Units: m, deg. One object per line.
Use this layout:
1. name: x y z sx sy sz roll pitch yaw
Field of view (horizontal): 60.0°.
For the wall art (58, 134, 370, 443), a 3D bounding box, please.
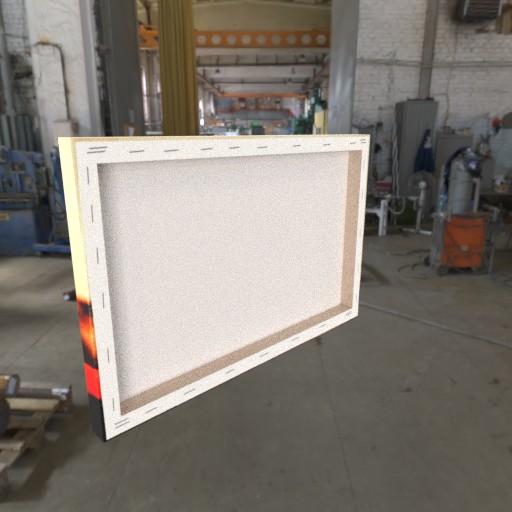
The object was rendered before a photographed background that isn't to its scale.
1. wall art: 0.000 0.000 0.767 0.613 0.402 0.040 -15 21 -42
